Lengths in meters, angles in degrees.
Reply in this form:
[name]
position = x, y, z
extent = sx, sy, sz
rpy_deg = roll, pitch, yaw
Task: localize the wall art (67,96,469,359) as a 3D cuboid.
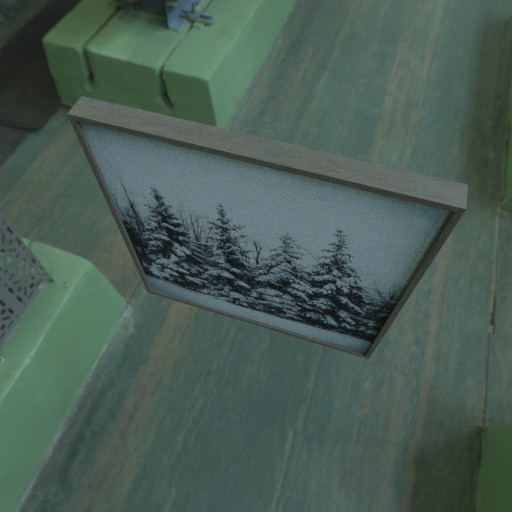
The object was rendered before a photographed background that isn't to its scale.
[wall art]
position = 0.000, 0.000, 0.761
extent = 0.507, 0.507, 0.037
rpy_deg = 15, 59, 9
